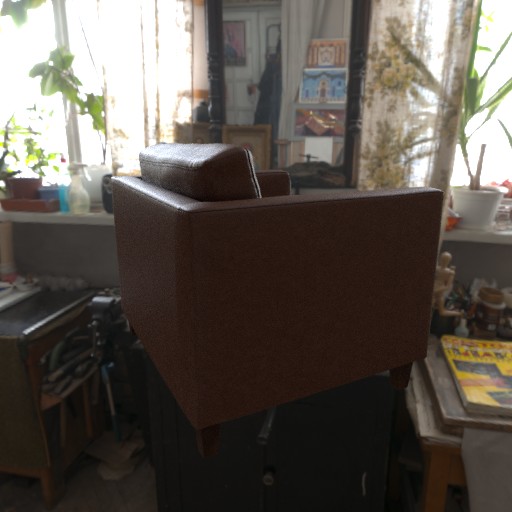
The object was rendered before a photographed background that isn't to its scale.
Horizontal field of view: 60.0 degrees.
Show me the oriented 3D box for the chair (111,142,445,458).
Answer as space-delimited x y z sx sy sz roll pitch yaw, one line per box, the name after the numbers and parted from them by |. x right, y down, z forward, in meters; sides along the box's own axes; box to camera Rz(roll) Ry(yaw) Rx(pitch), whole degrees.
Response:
0.000 0.000 1.834 0.959 0.917 1.107 -8 17 -27 | chair
